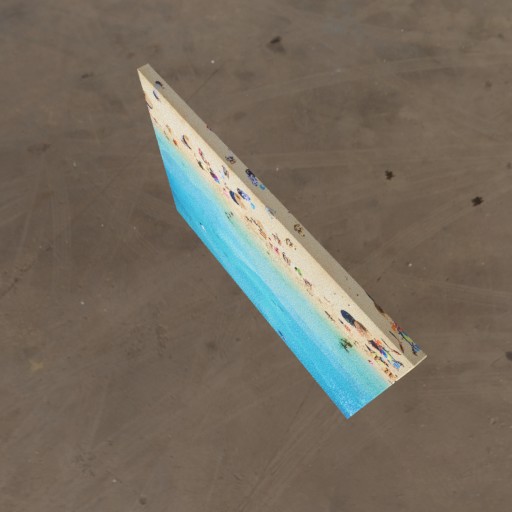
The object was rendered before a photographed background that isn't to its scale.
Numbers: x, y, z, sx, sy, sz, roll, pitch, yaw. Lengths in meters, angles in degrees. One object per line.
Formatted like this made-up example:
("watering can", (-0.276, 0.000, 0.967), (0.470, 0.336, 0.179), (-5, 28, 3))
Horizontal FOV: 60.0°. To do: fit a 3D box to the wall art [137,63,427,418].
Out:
("wall art", (0.000, 0.000, 1.477), (0.040, 0.769, 1.136), (-34, 67, -16))
